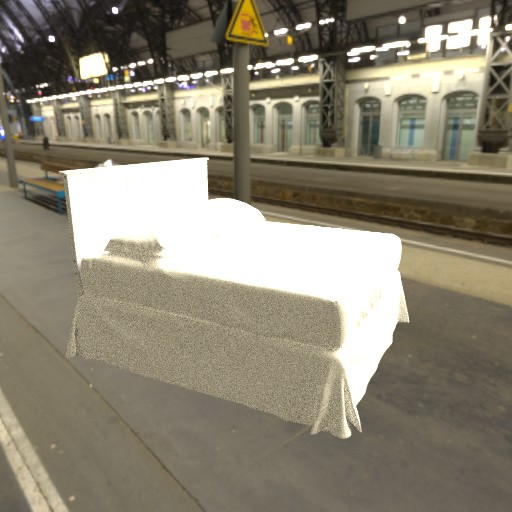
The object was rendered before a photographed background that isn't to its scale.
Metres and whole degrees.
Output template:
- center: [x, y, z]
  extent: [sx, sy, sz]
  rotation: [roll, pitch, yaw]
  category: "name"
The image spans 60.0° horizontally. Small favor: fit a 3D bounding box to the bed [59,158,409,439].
- center: [0.000, 0.000, 3.248]
  extent: [2.047, 1.269, 1.876]
  rotation: [8, 18, 26]
  category: "bed"
